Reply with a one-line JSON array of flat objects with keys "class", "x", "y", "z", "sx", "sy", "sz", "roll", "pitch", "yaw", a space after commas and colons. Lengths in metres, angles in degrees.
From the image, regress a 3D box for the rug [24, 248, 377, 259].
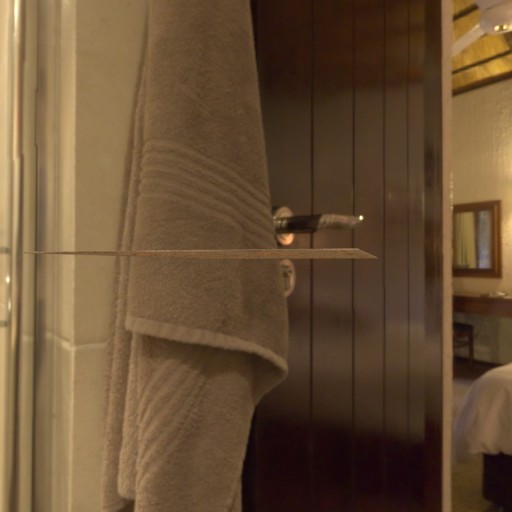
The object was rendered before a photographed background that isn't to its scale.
[{"class": "rug", "x": 0.000, "y": 0.000, "z": 2.996, "sx": 1.515, "sy": 0.007, "sz": 2.427, "roll": 0, "pitch": -1, "yaw": 17}]
